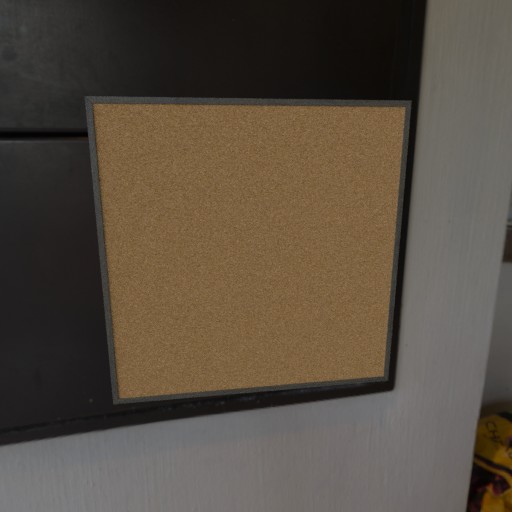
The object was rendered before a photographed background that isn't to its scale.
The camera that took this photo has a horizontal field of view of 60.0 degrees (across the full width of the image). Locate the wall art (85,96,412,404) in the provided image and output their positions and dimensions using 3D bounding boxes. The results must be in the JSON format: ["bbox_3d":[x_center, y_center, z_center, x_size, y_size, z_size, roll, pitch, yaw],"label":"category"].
[{"bbox_3d":[0.000,0.000,1.133,0.758,0.758,0.039,-2,15,-9],"label":"wall art"}]
